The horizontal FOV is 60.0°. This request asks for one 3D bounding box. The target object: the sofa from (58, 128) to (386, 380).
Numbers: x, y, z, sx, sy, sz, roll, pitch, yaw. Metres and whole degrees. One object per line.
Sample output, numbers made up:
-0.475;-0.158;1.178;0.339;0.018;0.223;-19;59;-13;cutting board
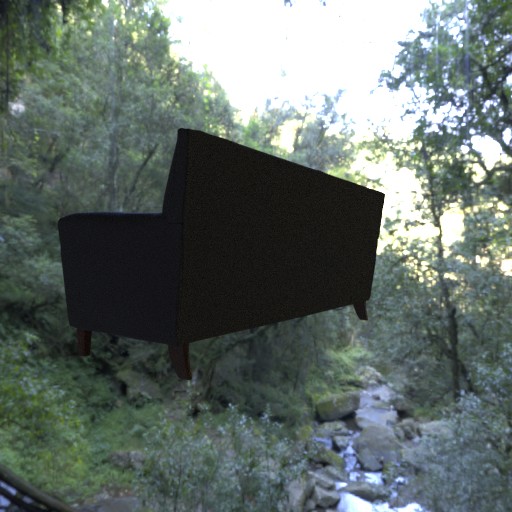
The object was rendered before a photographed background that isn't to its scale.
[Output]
0.000;0.000;2.553;0.843;0.907;2.002;0;0;35;sofa
